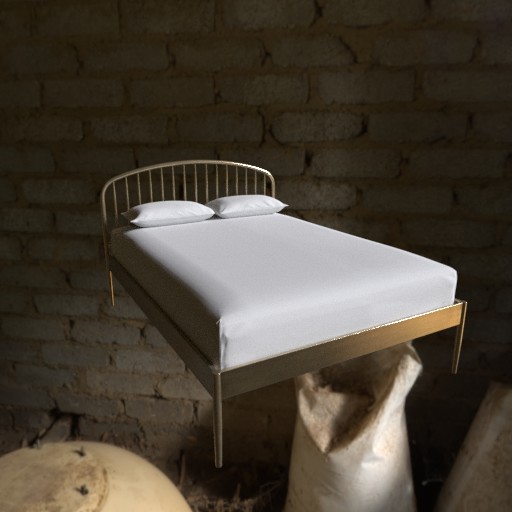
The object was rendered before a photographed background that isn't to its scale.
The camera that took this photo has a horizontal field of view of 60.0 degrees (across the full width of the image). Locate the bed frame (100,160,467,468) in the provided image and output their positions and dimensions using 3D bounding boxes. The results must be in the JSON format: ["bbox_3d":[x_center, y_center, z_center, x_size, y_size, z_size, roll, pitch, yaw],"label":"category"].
[{"bbox_3d":[0.000,0.000,3.054,1.612,1.175,2.152,-9,18,-28],"label":"bed frame"}]
